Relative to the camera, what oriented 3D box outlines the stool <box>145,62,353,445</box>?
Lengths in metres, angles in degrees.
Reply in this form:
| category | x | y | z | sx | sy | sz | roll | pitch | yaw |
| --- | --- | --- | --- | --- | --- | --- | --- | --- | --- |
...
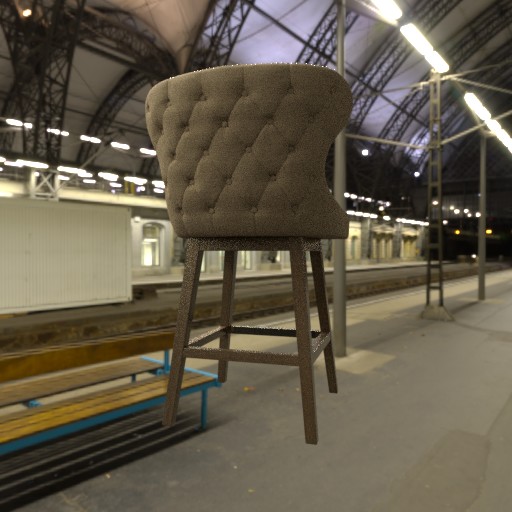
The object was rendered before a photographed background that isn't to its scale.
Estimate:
| category | x | y | z | sx | sy | sz | roll | pitch | yaw |
| --- | --- | --- | --- | --- | --- | --- | --- | --- | --- |
| stool | 0.000 | 0.000 | 1.391 | 0.615 | 0.972 | 0.597 | 0 | 1 | 17 |
